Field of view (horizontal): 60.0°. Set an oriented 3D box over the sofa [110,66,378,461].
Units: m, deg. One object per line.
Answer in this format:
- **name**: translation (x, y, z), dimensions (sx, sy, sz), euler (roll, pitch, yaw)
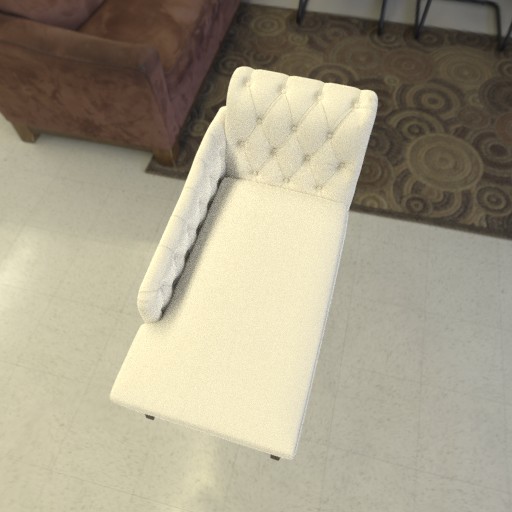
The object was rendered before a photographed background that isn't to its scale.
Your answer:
- **sofa**: translation (0.000, 0.000, 1.801), dimensions (0.675, 0.787, 1.379), euler (14, 60, 8)
